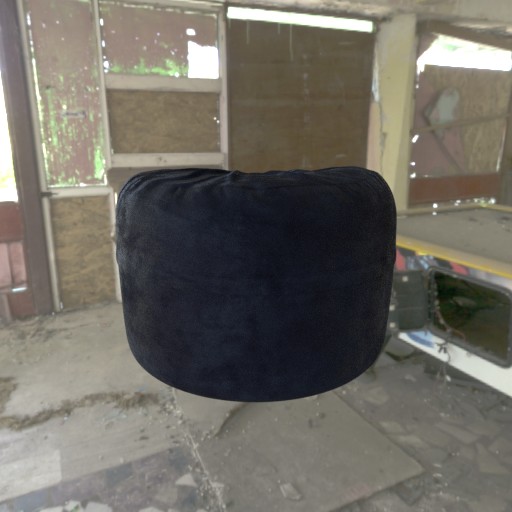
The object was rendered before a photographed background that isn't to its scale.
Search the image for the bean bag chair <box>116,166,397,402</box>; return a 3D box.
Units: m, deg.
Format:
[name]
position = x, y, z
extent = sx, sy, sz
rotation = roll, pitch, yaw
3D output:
[bean bag chair]
position = 0.000, 0.000, 1.524
extent = 0.918, 0.616, 0.918
rotation = 0, 15, 0
